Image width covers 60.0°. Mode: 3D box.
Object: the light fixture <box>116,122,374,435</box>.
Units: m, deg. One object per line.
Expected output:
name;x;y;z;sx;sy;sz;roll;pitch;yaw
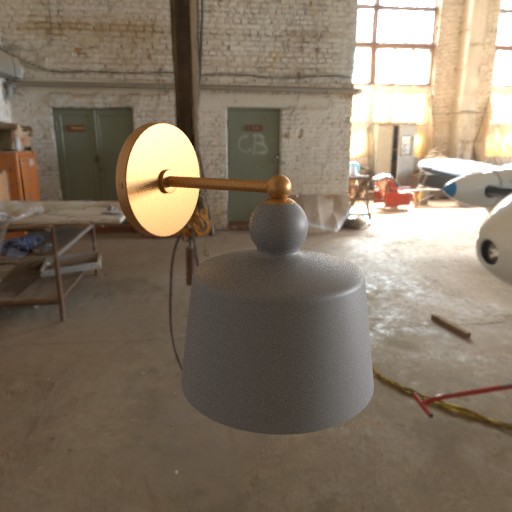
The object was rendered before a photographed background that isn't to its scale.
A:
light fixture;0.000;0.000;0.457;0.254;0.268;0.204;8;17;28
